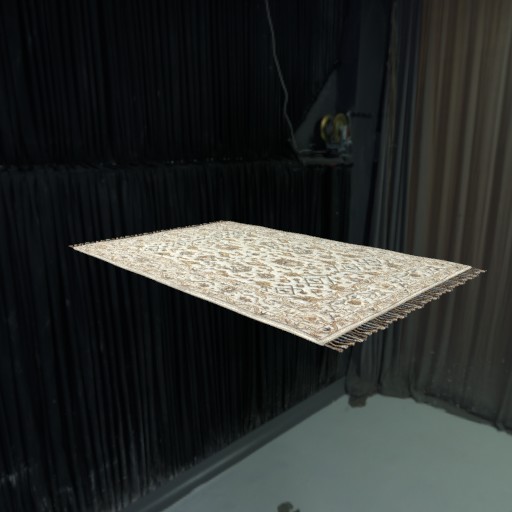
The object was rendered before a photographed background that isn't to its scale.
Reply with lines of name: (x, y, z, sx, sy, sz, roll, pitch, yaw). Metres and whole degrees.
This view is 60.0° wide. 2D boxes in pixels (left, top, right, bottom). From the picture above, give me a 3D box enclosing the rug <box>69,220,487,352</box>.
rug: (0.000, 0.000, 2.989, 2.434, 0.027, 1.529, 14, 20, 43)
